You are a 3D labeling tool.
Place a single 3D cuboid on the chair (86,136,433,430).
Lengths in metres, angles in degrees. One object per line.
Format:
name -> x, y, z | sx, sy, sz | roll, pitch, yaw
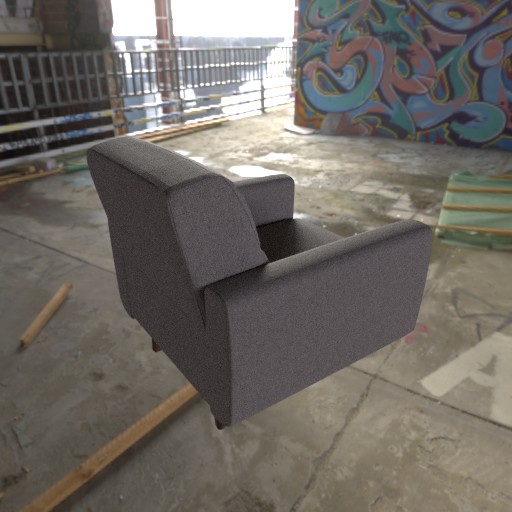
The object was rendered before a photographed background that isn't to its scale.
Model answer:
chair -> 0.000, 0.000, 1.575 | 0.907, 0.839, 0.831 | -18, 32, -32
